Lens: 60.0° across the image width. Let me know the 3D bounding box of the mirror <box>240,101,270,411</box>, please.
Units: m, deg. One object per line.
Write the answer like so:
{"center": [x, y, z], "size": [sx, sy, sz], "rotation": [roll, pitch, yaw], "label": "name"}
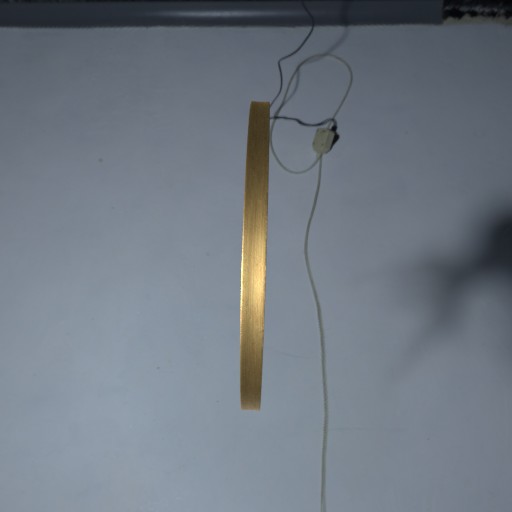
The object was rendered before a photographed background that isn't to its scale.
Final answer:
{"center": [0.000, 0.000, 0.858], "size": [0.032, 0.565, 0.565], "rotation": [2, 75, 0], "label": "mirror"}
